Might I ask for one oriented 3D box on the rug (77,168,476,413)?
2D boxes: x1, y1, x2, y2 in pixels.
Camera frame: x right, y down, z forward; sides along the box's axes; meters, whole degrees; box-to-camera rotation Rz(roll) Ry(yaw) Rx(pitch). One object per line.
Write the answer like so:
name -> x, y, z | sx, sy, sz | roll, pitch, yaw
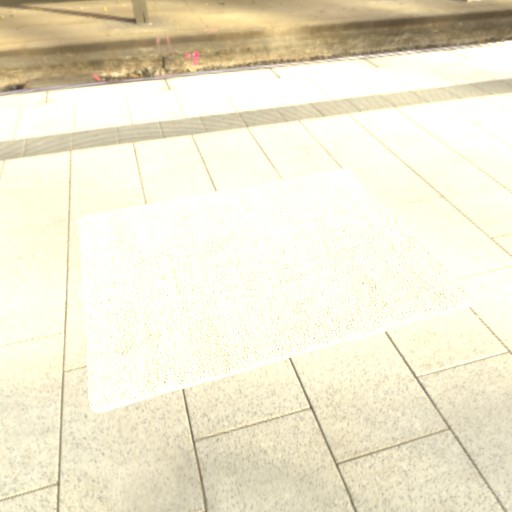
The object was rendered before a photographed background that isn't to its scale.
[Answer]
rug -> 0.000, 0.000, 2.124 | 1.600, 0.027, 1.200 | -12, 42, -14
